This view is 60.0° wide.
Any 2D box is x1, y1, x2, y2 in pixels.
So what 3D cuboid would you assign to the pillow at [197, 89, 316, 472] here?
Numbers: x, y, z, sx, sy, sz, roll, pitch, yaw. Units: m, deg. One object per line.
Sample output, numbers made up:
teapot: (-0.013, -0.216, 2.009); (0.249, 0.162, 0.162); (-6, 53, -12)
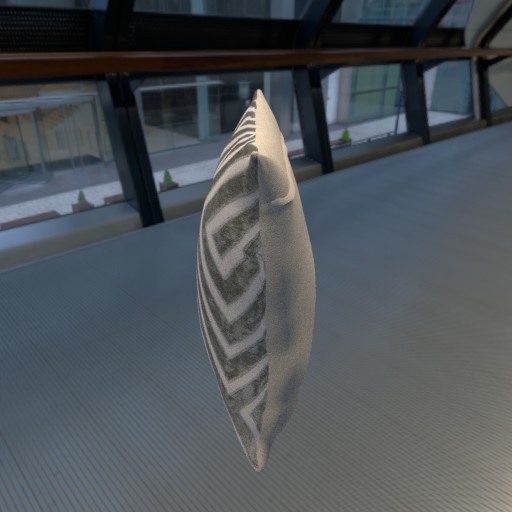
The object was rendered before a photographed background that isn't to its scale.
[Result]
pillow: (0.000, 0.000, 0.685); (0.182, 0.441, 0.440); (0, 27, 1)
